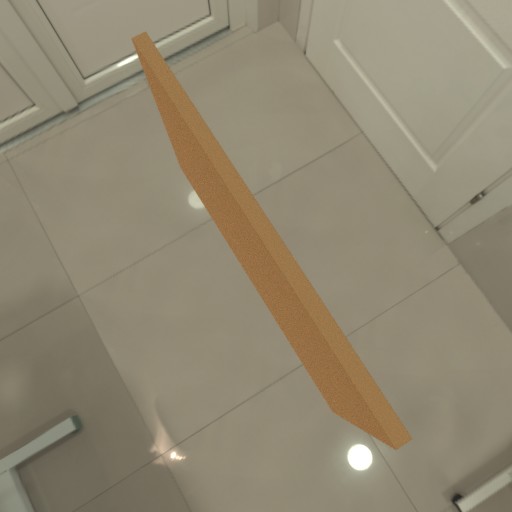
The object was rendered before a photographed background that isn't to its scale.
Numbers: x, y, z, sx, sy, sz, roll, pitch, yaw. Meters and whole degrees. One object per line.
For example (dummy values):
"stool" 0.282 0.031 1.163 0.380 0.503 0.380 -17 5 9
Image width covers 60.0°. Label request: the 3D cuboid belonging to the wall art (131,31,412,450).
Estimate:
"wall art" 0.000 0.000 1.106 0.033 0.608 0.915 -31 78 -7
